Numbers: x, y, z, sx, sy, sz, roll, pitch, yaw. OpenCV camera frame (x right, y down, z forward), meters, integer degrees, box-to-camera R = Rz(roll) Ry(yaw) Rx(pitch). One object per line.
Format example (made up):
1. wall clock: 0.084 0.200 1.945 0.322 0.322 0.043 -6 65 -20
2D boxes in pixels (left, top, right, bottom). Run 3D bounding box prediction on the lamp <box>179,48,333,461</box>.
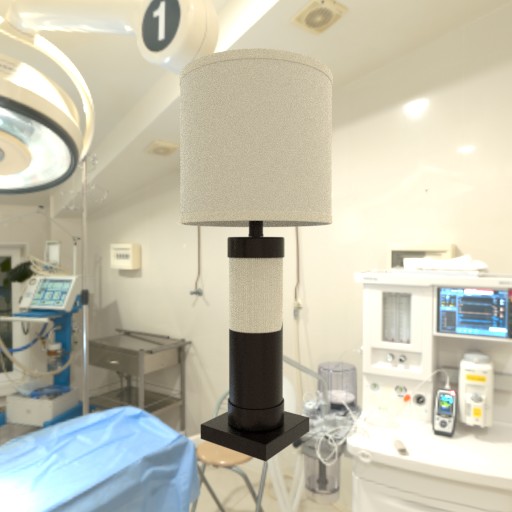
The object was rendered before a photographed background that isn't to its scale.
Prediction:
1. lamp: 0.000 0.000 0.623 0.211 0.509 0.211 1 2 36
